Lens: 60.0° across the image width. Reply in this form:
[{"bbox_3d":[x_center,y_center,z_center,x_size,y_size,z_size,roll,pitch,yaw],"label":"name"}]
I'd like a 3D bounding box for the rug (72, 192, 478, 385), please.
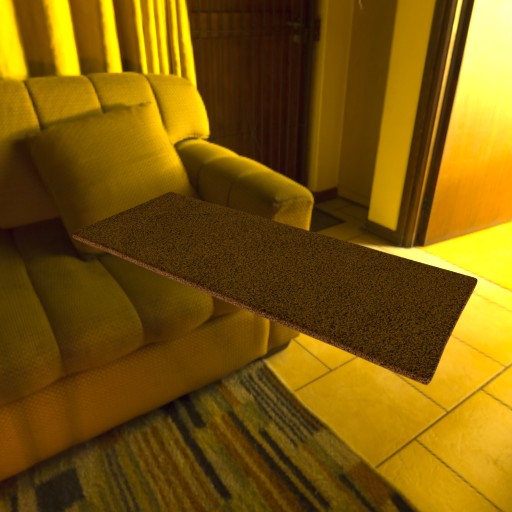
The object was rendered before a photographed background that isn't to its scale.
[{"bbox_3d":[0.000,0.000,1.752,1.524,0.030,0.609,19,34,30],"label":"rug"}]
